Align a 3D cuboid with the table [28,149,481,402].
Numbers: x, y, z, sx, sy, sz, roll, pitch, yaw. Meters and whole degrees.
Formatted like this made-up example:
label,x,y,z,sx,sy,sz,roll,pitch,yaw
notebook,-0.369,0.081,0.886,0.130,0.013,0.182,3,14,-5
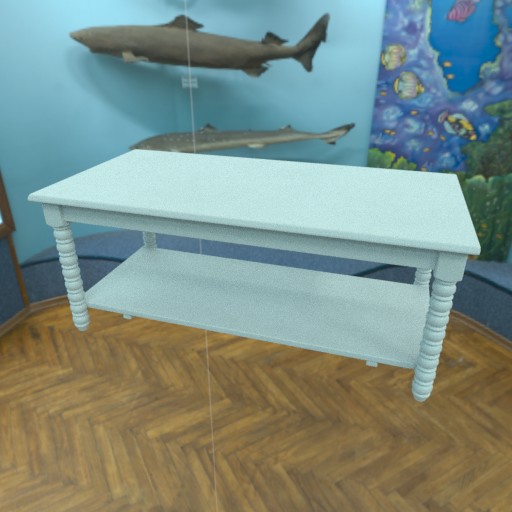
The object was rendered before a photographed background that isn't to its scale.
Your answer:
label,x,y,z,sx,sy,sz,roll,pitch,yaw
table,0.000,0.000,1.438,1.171,0.487,0.580,8,28,15
